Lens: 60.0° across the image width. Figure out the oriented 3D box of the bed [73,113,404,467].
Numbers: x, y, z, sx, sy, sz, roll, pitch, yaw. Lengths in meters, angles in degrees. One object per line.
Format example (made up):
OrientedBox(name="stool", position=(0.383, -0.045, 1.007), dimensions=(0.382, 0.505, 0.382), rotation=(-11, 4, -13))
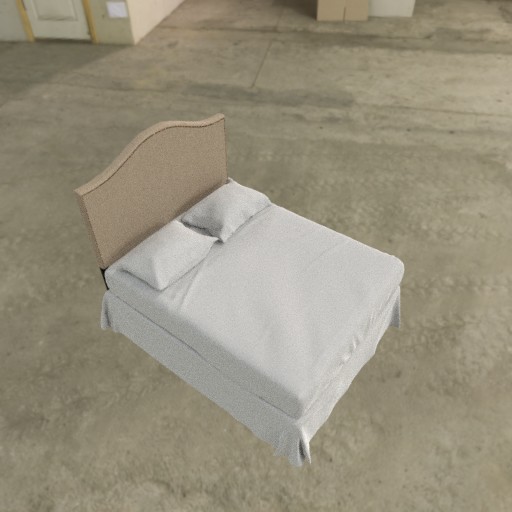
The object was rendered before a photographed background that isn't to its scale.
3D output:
OrientedBox(name="bed", position=(0.000, 0.000, 3.577), dimensions=(2.221, 1.645, 1.876), rotation=(27, 49, 27))
